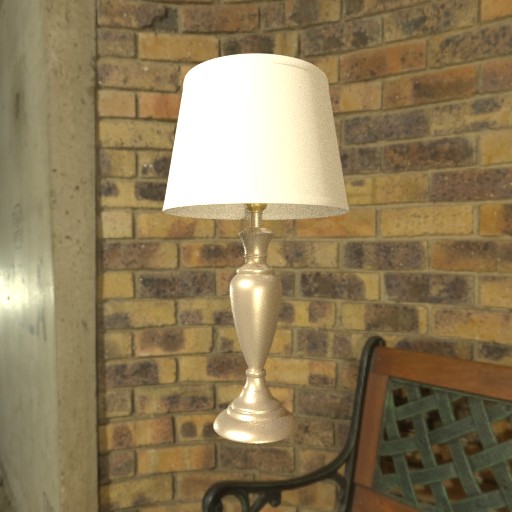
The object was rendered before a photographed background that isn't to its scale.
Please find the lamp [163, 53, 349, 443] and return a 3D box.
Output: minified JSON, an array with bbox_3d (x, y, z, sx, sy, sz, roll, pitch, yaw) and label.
[{"bbox_3d":[0.000,0.000,0.796,0.328,0.612,0.328,0,0,0],"label":"lamp"}]
